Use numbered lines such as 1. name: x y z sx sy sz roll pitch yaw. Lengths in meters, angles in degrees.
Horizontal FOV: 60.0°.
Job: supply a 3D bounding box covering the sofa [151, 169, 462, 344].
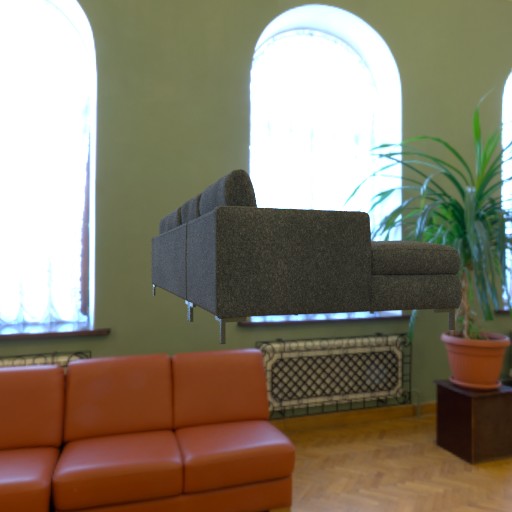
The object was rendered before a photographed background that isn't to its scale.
1. sofa: 0.000 0.000 3.514 1.350 0.810 2.932 0 -1 -19
